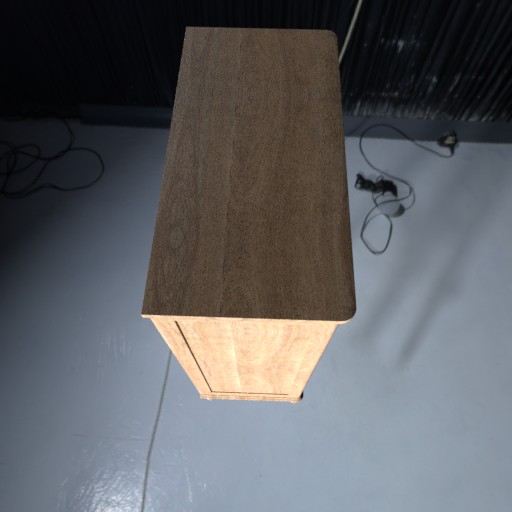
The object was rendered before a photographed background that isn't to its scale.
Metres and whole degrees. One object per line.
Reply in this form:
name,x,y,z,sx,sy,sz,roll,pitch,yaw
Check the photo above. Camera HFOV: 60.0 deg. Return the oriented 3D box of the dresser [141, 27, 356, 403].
dresser,0.000,0.000,1.793,0.484,1.318,0.973,2,63,1
